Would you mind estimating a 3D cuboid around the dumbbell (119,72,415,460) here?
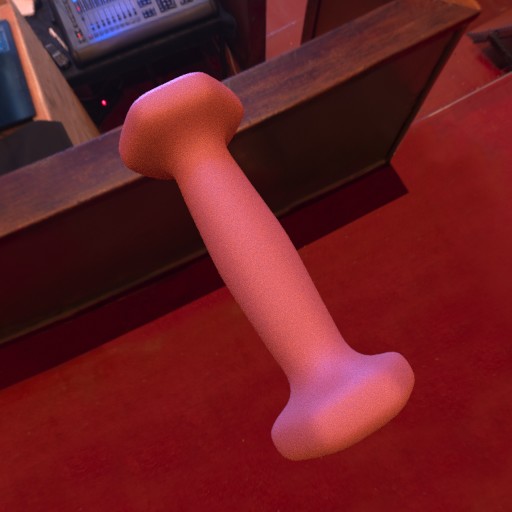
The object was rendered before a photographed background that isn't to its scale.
[{"bbox_3d":[0.000,0.000,0.144,0.047,0.043,0.123,-29,76,-8],"label":"dumbbell"}]
